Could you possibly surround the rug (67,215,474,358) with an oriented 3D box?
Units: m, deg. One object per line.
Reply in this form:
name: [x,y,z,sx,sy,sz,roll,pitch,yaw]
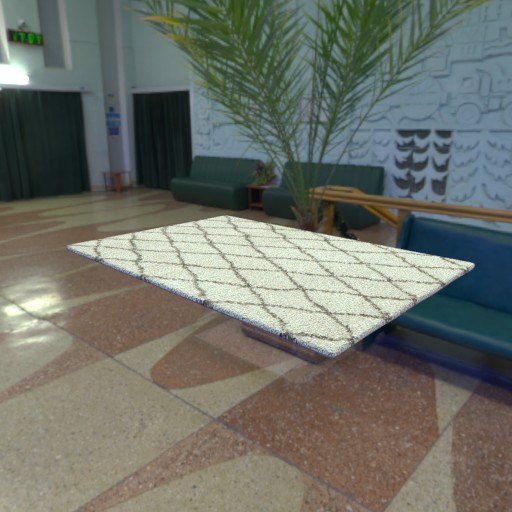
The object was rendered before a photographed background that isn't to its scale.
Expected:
rug: [0.000,0.000,2.312,1.778,0.030,1.219,15,22,41]
